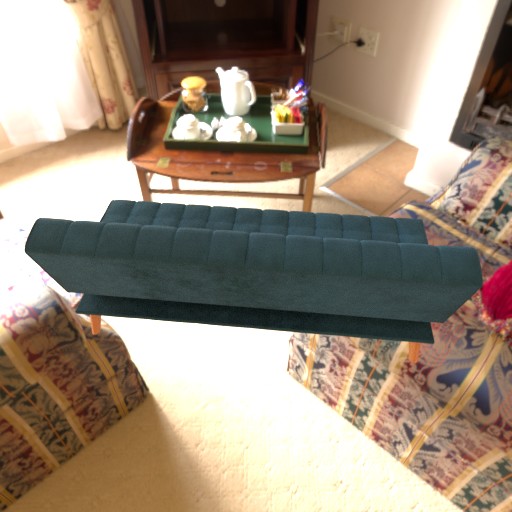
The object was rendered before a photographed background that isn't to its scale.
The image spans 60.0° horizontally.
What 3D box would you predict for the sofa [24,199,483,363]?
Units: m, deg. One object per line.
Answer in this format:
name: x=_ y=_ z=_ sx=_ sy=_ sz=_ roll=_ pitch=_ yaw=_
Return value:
sofa: x=0.000 y=0.000 z=2.283 sx=1.804 sy=0.813 sz=0.855 roll=4 pitch=45 yaw=4
